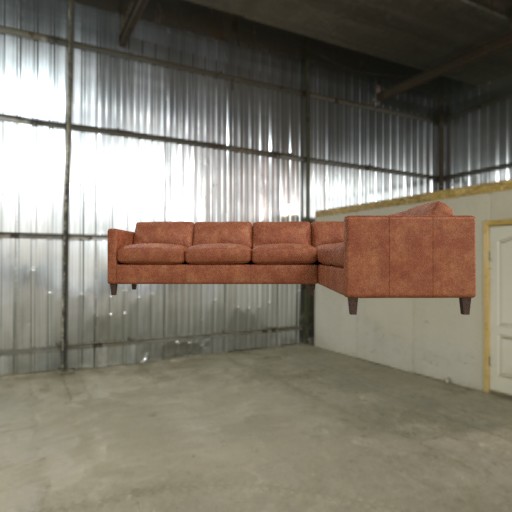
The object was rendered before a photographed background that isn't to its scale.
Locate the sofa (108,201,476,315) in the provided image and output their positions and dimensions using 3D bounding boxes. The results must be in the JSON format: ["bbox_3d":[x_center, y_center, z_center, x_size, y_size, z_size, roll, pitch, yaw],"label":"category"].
[{"bbox_3d":[0.000,0.000,4.362,3.167,0.838,2.438,0,0,0],"label":"sofa"}]
